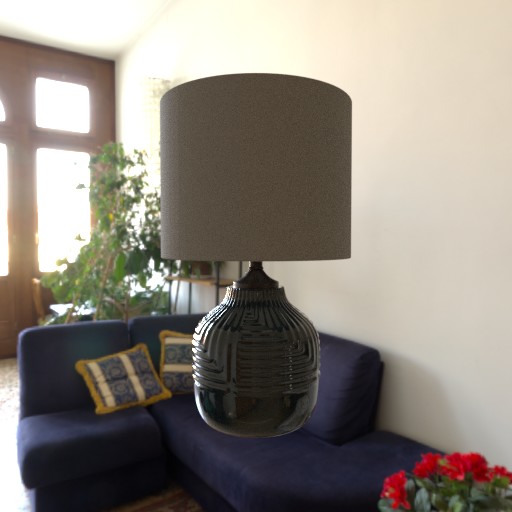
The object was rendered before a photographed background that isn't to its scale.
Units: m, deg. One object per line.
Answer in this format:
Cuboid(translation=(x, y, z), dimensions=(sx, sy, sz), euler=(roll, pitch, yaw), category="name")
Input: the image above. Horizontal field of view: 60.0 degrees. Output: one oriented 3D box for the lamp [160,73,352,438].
Cuboid(translation=(0.000, 0.000, 0.757), dimensions=(0.318, 0.567, 0.318), euler=(0, 2, 0), category="lamp")
